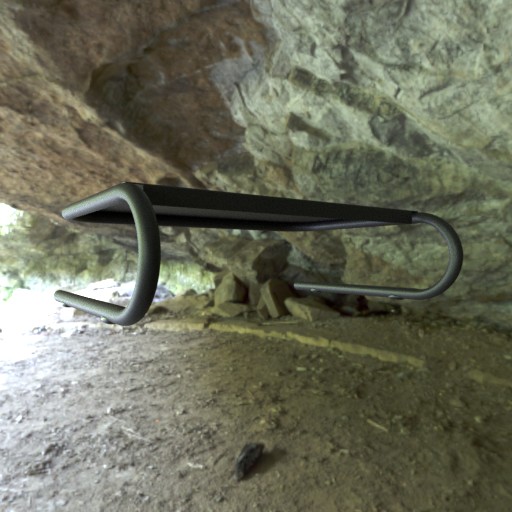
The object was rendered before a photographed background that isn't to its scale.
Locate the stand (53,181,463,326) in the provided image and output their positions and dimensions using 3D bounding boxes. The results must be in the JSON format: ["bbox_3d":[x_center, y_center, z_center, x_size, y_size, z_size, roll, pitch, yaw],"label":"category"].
[{"bbox_3d":[0.000,0.000,0.497,0.370,0.108,0.280,0,0,-35],"label":"stand"}]
